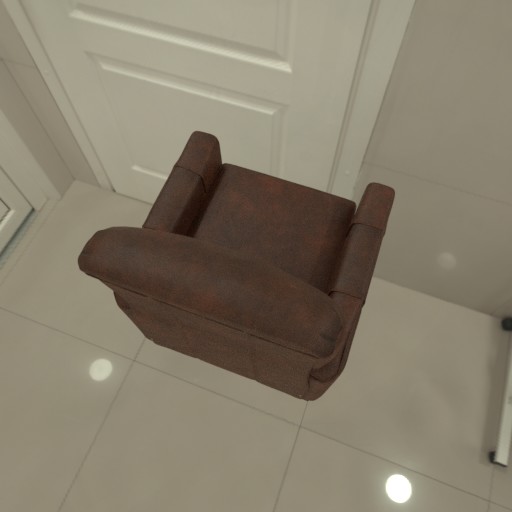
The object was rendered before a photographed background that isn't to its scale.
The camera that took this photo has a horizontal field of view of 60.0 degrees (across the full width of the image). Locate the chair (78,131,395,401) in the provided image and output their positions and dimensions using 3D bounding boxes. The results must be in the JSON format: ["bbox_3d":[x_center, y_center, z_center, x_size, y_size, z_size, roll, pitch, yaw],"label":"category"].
[{"bbox_3d":[0.000,0.000,1.657,0.843,1.043,0.836,18,65,9],"label":"chair"}]
